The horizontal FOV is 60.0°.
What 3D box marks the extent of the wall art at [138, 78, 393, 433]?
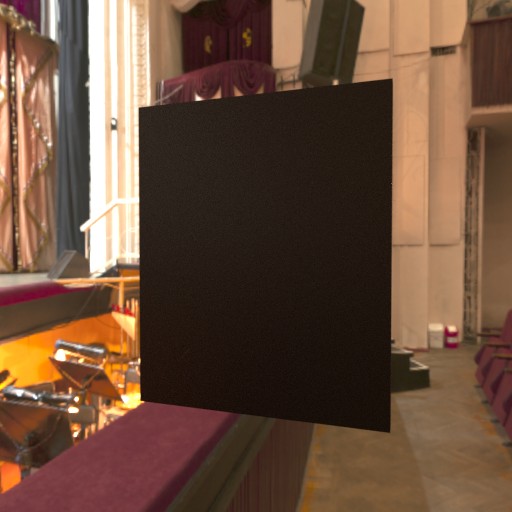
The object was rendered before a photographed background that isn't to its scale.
[{"bbox_3d":[0.000,0.000,0.781,0.457,0.557,0.028,0,1,19],"label":"wall art"}]
